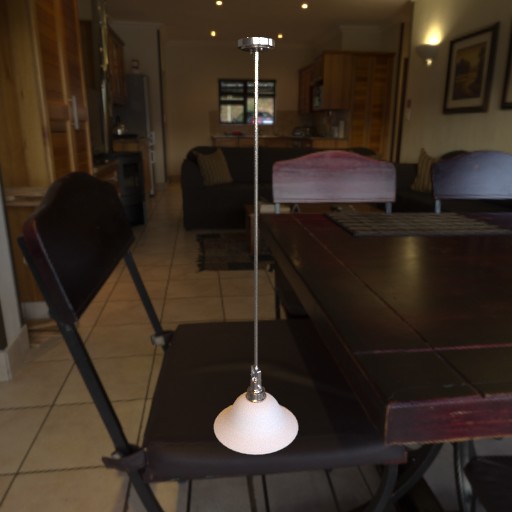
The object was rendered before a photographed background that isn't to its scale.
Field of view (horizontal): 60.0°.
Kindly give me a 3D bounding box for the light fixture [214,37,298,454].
[{"bbox_3d":[0.000,0.000,1.526,0.324,1.354,0.324,-7,17,-25],"label":"light fixture"}]
